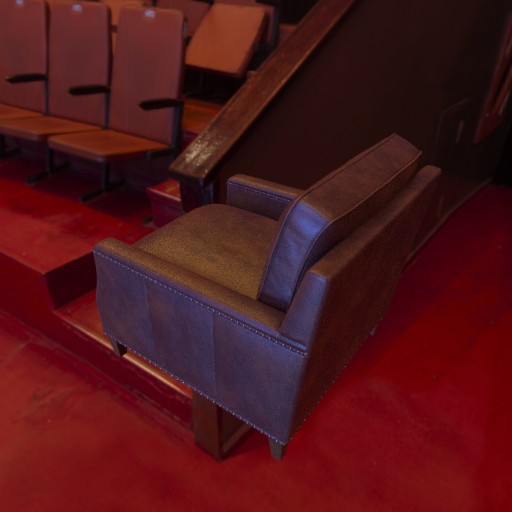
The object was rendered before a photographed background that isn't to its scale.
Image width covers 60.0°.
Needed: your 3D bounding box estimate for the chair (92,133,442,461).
[{"bbox_3d":[0.000,0.000,1.701,1.014,0.929,0.853,21,38,30],"label":"chair"}]
